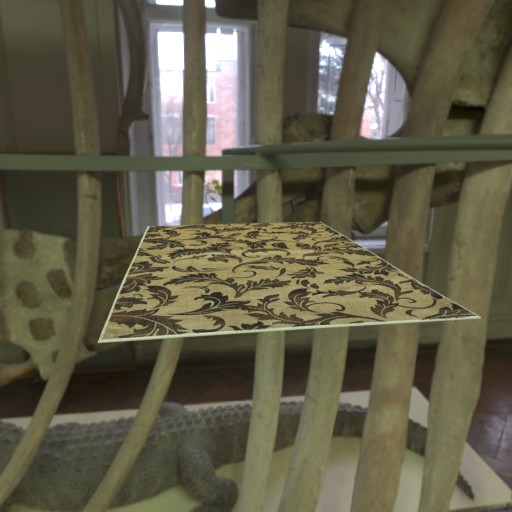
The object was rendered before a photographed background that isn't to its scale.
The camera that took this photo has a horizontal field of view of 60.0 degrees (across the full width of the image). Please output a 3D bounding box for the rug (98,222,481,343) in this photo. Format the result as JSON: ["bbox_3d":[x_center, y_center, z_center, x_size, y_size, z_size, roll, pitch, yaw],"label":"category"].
[{"bbox_3d":[0.000,0.000,2.796,1.522,0.008,2.284,-2,15,-9],"label":"rug"}]
